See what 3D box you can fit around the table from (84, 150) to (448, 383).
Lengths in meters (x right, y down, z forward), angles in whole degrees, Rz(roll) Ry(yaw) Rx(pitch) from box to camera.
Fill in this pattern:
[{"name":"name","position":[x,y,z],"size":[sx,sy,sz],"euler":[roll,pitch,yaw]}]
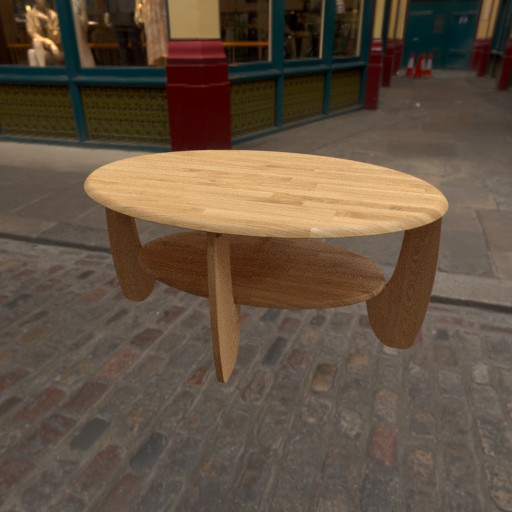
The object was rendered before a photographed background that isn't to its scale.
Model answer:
[{"name":"table","position":[0.000,0.000,1.374],"size":[1.040,0.490,0.690],"euler":[8,28,15]}]
